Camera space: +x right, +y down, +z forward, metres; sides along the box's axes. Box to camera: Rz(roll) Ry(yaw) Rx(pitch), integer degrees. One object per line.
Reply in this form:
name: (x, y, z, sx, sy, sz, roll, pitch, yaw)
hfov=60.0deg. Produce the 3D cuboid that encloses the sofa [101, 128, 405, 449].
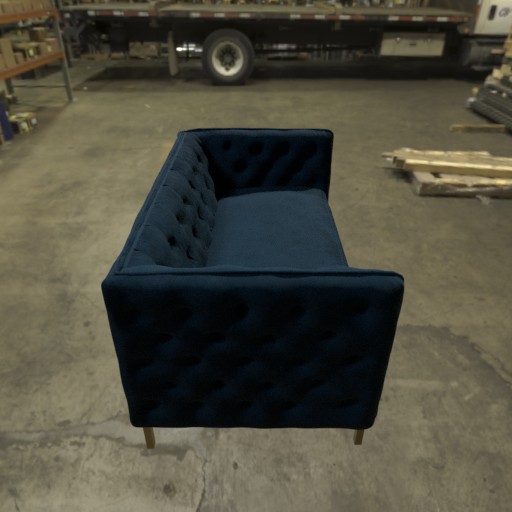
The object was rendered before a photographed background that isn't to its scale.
sofa: (0.000, 0.000, 2.105, 0.909, 0.810, 1.583, 0, 32, 0)
